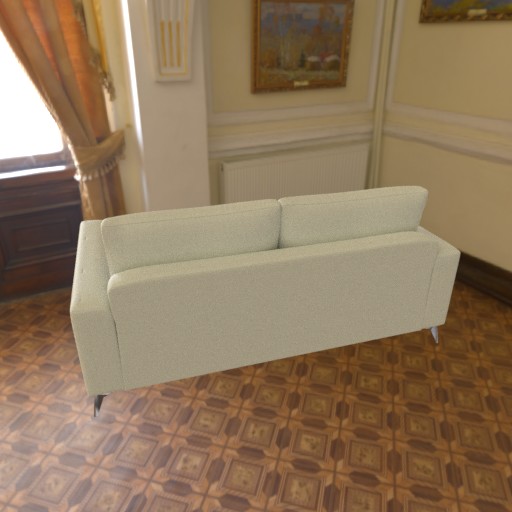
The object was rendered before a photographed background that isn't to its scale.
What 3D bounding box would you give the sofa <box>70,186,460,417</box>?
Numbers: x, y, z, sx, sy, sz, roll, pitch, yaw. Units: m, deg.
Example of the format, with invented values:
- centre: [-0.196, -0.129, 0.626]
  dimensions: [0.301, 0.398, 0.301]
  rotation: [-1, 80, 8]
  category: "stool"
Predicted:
- centre: [0.000, 0.000, 2.194]
  dimensions: [1.650, 0.790, 0.920]
  rotation: [-8, 27, -15]
  category: "sofa"
